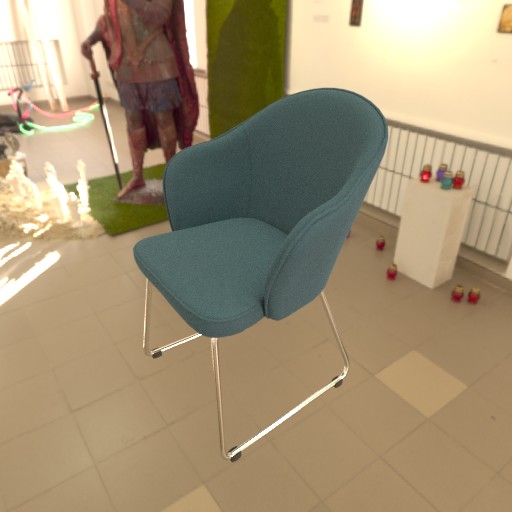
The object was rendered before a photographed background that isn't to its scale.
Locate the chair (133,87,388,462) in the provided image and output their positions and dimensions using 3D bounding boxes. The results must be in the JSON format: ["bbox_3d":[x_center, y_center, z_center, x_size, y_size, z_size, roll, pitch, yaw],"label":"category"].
[{"bbox_3d":[0.000,0.000,1.222,0.585,0.815,0.570,-20,36,-31],"label":"chair"}]
